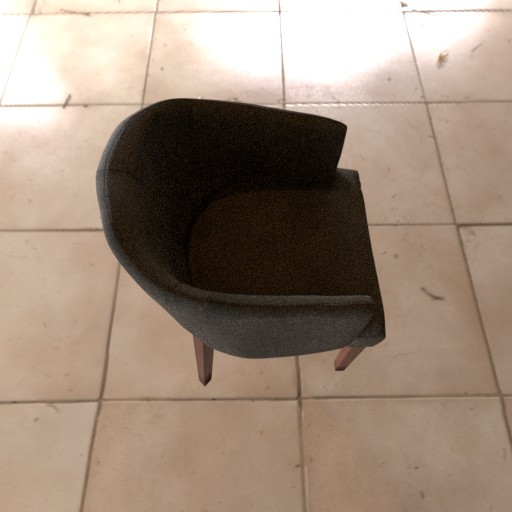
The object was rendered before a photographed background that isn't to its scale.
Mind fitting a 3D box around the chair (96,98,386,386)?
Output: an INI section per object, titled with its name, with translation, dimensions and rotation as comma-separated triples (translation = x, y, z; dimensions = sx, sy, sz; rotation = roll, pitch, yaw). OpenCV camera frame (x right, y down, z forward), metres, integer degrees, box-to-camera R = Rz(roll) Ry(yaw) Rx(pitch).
[chair]
translation = 0.000, 0.000, 1.258
dimensions = 0.655, 0.811, 0.583
rotation = -1, 63, -1
